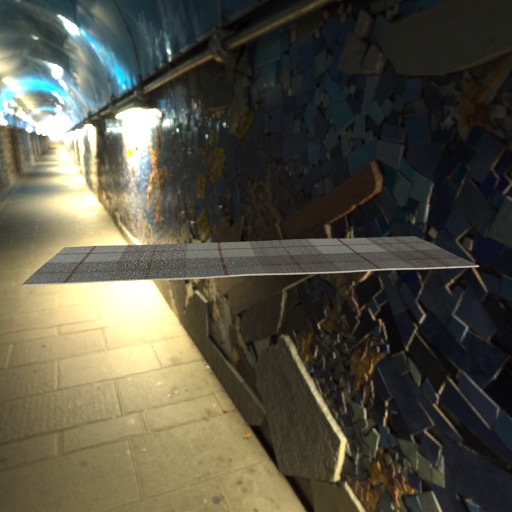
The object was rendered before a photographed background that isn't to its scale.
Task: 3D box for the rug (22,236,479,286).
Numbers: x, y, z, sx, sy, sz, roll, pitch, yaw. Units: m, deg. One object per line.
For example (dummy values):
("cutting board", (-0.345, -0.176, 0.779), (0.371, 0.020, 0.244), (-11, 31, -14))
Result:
("rug", (0.000, 0.000, 2.708), (2.439, 0.013, 0.762), (-2, 15, -8))
